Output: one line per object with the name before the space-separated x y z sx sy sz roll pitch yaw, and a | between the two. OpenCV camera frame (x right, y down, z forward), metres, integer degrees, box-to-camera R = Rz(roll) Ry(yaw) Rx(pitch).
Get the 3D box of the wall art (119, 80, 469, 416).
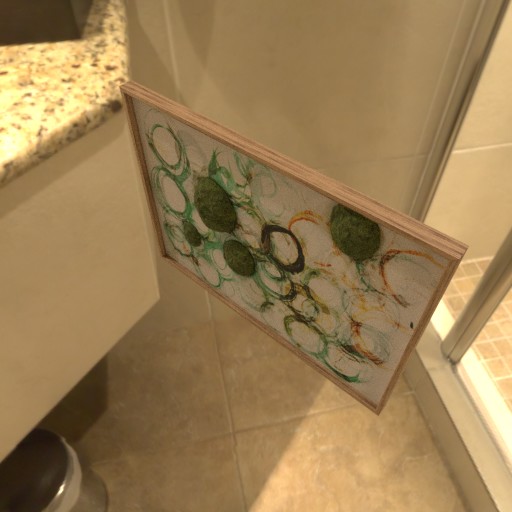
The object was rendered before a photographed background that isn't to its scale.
wall art | 0.000 0.000 1.099 0.841 0.609 0.063 33 56 26
